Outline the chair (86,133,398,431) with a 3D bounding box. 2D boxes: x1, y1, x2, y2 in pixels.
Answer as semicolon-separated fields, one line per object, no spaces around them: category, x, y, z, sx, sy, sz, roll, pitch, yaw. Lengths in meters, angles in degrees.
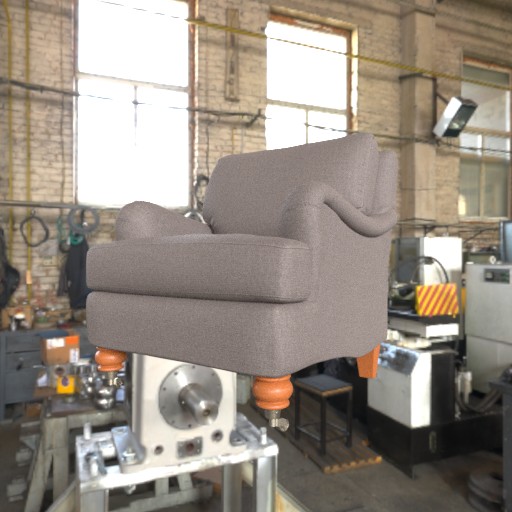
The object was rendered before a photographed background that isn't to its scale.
chair;0.000;0.000;1.859;0.955;1.038;1.070;0;0;35
